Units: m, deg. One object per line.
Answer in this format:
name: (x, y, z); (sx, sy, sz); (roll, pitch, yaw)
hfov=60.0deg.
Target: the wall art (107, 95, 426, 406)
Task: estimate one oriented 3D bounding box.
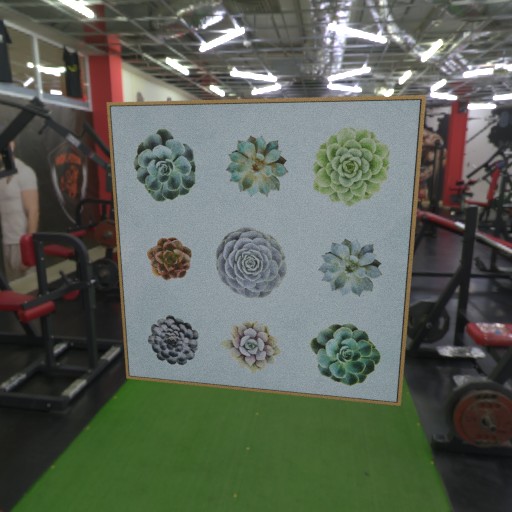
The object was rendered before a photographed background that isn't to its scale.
wall art: (0.000, 0.000, 1.429); (0.962, 0.959, 0.013); (2, 13, 11)
